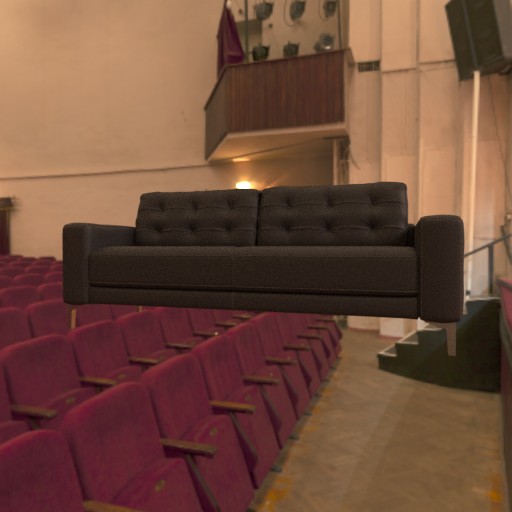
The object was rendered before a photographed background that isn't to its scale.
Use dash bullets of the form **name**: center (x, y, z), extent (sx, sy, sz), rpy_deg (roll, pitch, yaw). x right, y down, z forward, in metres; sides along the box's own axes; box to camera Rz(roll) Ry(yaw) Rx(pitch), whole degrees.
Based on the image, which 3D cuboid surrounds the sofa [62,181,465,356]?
- **sofa**: center (0.000, 0.000, 2.743), extent (2.275, 0.893, 0.833), rpy_deg (0, 1, 18)
